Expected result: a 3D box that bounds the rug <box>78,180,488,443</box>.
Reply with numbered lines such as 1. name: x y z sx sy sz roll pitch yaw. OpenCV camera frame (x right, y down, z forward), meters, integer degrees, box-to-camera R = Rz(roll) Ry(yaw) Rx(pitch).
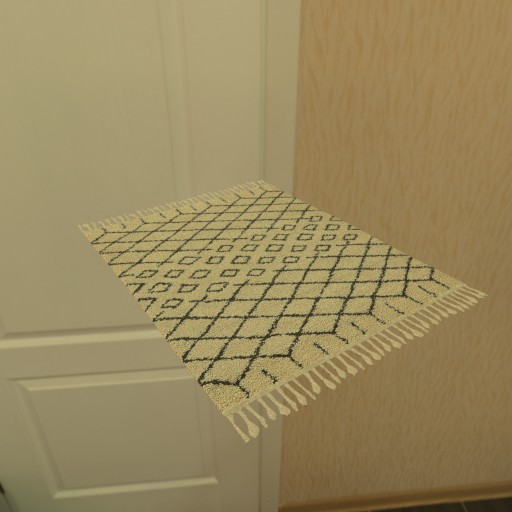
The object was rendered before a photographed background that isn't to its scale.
1. rug: 0.000 0.000 4.134 2.388 0.030 3.213 -20 36 -30
